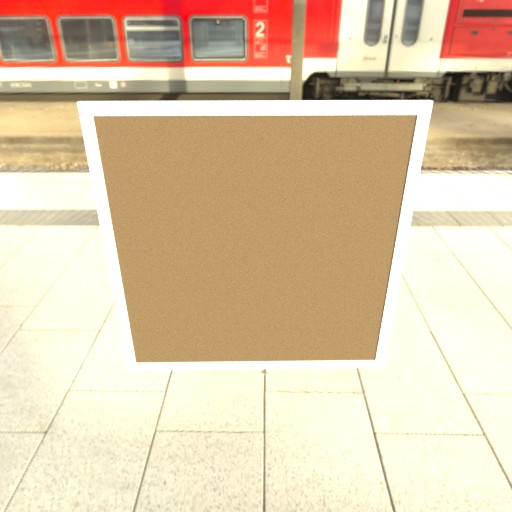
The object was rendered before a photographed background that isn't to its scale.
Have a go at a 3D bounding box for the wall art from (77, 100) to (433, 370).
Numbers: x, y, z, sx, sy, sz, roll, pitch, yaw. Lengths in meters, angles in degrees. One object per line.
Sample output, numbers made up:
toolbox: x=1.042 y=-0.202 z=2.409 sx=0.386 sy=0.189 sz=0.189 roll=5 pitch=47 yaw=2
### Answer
wall art: x=0.000 y=0.000 z=1.213 sx=0.812 sy=0.812 sz=0.015 roll=0 pitch=29 yaw=-1
